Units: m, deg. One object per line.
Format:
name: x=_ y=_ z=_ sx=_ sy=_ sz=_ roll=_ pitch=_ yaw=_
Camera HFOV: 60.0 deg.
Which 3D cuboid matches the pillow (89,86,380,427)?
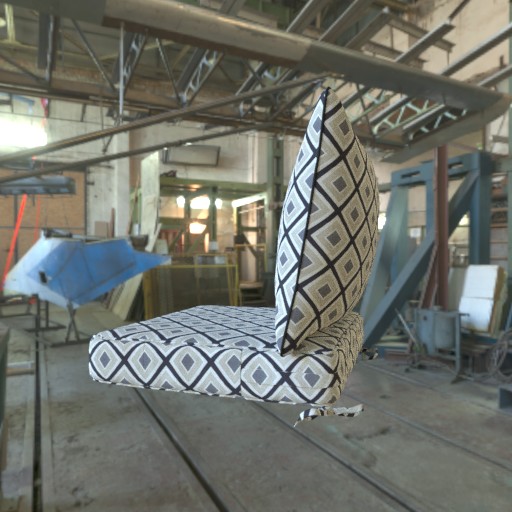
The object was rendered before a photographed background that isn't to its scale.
pillow: x=0.000 y=0.000 z=1.367 sx=0.733 sy=0.722 sz=0.798 roll=0 pitch=1 yaw=18
